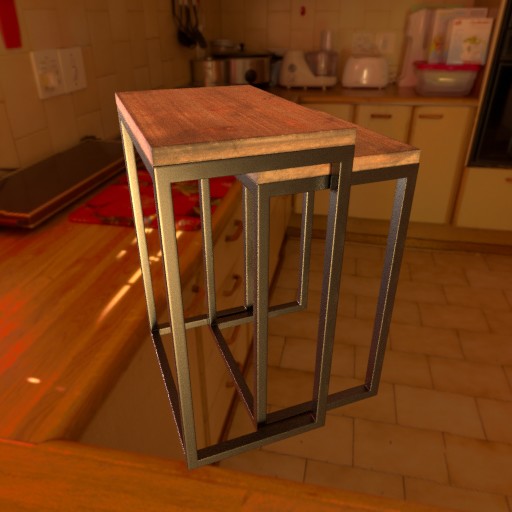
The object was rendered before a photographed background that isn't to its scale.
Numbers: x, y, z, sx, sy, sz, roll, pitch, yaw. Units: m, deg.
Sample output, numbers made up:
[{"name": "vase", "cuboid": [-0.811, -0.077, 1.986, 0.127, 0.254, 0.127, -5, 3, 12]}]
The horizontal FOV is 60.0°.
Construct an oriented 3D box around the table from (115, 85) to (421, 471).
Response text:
[{"name": "table", "cuboid": [0.000, 0.000, 0.935, 0.460, 0.615, 0.456, -9, 30, -16]}]
